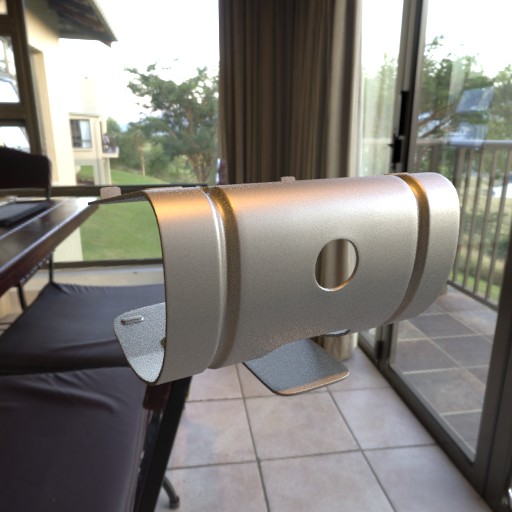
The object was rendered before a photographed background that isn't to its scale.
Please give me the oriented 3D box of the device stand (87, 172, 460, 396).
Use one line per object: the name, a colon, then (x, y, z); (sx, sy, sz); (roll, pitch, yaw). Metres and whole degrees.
device stand: (0.000, 0.000, 0.404); (0.256, 0.155, 0.236); (-8, 18, -26)
